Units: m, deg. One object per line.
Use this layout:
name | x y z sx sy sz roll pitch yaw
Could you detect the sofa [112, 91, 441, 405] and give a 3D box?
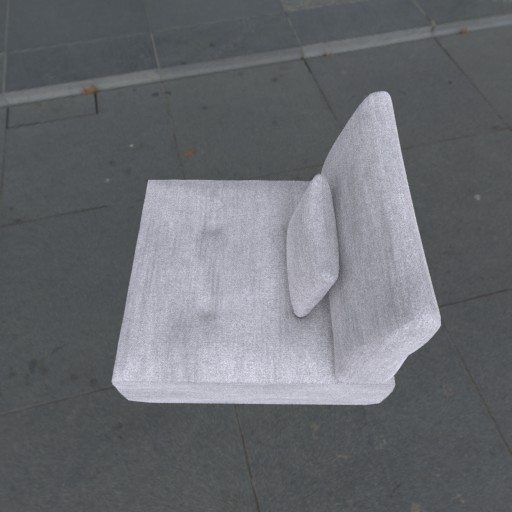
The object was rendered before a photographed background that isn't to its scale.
sofa | 0.000 0.000 1.695 1.000 0.820 0.930 1 58 0
